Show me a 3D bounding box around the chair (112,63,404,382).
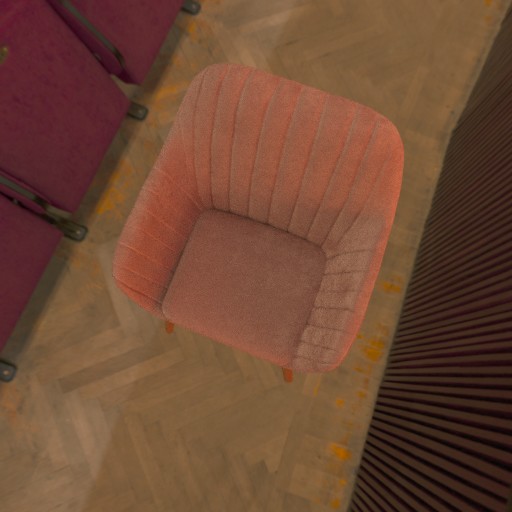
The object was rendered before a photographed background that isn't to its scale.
[{"bbox_3d":[0.000,0.000,1.256,0.610,0.832,0.570,21,76,6],"label":"chair"}]
